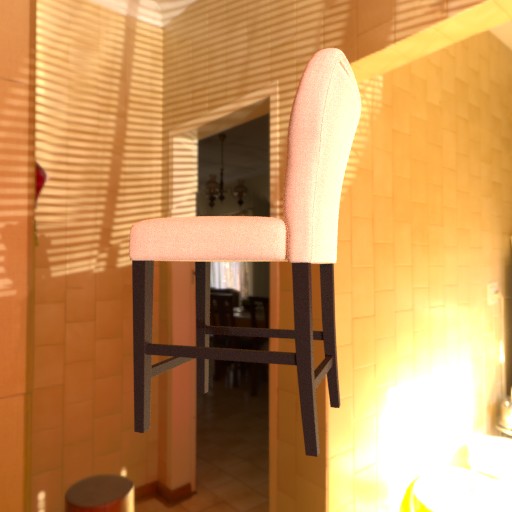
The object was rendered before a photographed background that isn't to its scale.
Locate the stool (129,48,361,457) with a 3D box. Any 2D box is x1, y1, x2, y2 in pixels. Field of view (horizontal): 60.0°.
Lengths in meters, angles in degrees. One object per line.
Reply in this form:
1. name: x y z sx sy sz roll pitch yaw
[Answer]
1. stool: 0.000 0.000 1.328 0.603 0.972 0.514 0 -1 18
